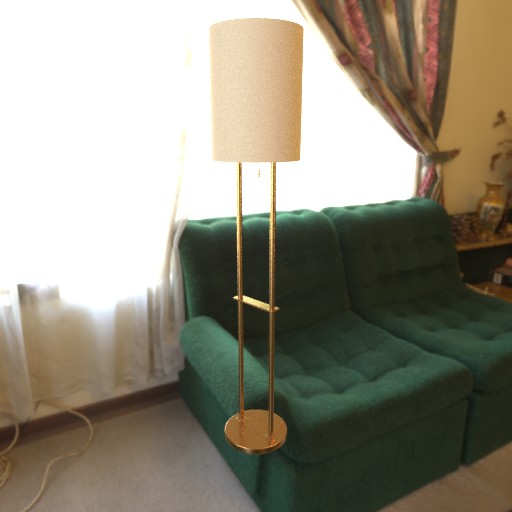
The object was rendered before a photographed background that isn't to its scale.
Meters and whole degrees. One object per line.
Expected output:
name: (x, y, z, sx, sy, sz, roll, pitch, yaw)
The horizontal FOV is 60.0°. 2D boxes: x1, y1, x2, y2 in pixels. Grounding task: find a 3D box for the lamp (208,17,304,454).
lamp: (0.000, 0.000, 1.613, 0.306, 1.500, 0.305, 14, 21, 43)
